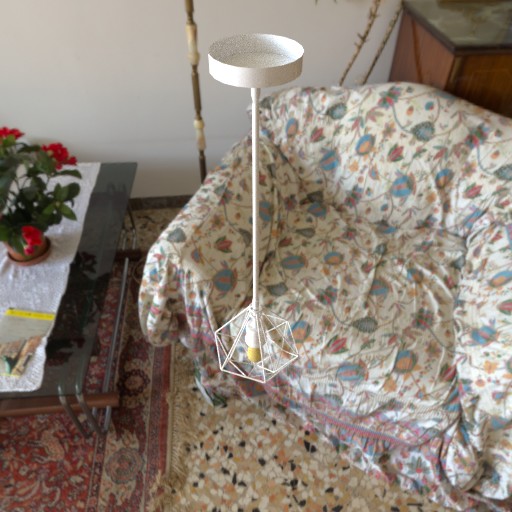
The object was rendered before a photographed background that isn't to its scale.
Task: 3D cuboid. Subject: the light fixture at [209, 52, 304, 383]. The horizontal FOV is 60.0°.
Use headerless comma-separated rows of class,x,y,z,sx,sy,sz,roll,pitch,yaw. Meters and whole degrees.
light fixture,0.000,0.000,1.977,0.487,1.764,0.431,-31,52,-28
